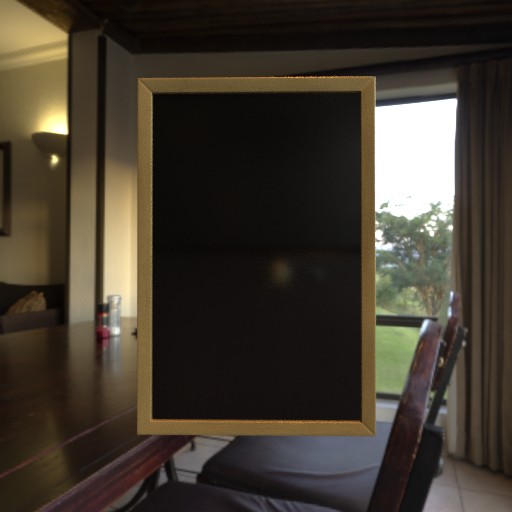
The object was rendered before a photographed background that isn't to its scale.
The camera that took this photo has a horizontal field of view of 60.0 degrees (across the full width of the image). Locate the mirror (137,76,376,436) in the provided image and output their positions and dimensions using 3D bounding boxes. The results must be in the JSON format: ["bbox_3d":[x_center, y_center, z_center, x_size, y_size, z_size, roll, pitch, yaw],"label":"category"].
[{"bbox_3d":[0.000,0.000,1.152,0.609,0.915,0.040,0,0,1],"label":"mirror"}]
